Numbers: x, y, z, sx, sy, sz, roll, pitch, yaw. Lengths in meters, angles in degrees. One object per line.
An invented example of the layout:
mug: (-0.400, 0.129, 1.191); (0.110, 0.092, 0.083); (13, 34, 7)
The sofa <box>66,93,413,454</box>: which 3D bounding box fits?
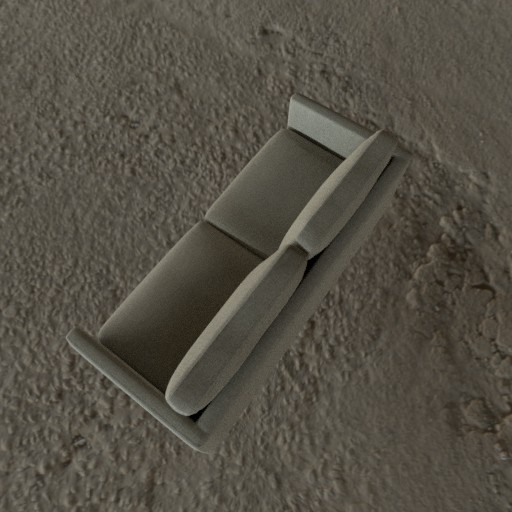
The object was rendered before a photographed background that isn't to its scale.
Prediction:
sofa: (0.000, 0.000, 2.835); (0.956, 0.960, 2.208); (34, 69, 15)
